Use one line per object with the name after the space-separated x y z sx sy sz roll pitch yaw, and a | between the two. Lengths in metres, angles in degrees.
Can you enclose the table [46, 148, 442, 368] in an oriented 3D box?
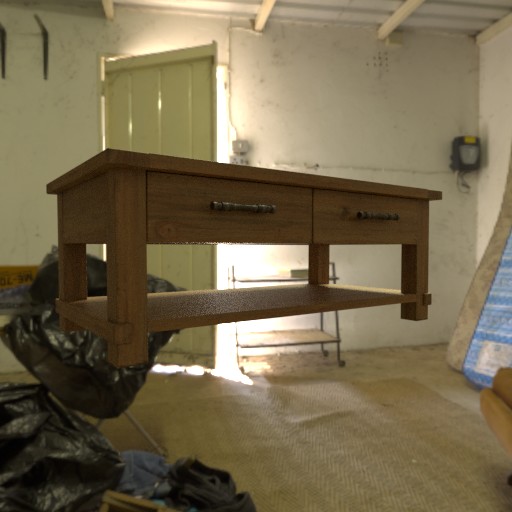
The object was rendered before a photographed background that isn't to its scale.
0.000 0.000 1.605 1.270 0.494 0.693 -1 1 -35 | table
